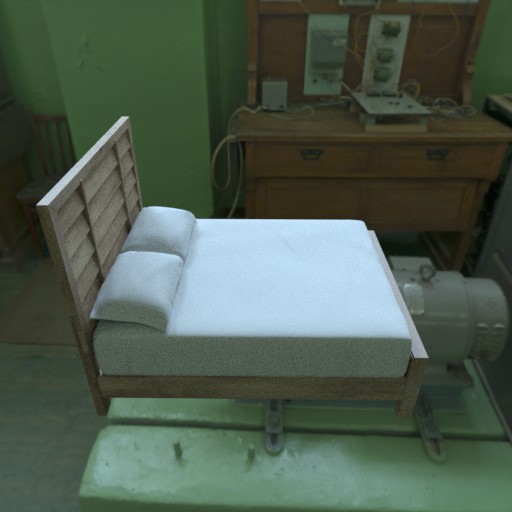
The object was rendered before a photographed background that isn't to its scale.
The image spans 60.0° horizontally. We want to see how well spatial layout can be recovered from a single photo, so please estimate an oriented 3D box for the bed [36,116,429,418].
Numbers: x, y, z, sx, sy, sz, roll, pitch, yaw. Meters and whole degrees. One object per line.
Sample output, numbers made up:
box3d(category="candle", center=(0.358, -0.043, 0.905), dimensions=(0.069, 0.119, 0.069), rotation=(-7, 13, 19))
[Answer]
box3d(category="bed", center=(0.000, 0.000, 3.330), dimensions=(2.197, 1.626, 1.626), rotation=(0, 33, 1))
